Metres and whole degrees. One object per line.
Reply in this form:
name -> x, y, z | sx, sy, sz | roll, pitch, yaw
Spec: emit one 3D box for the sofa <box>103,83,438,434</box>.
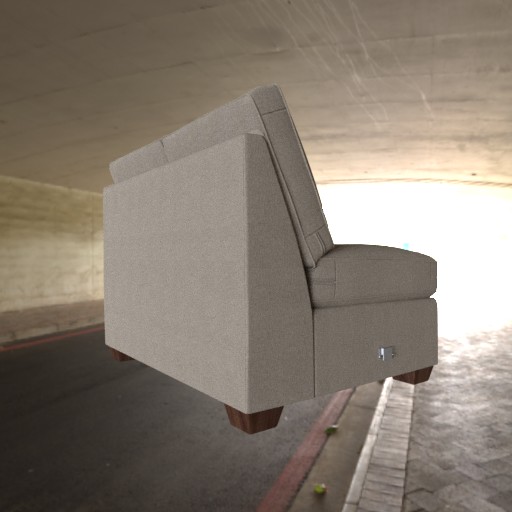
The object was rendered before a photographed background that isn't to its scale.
sofa -> 0.000, 0.000, 1.979 | 0.978, 1.006, 1.232 | 0, 0, -36
